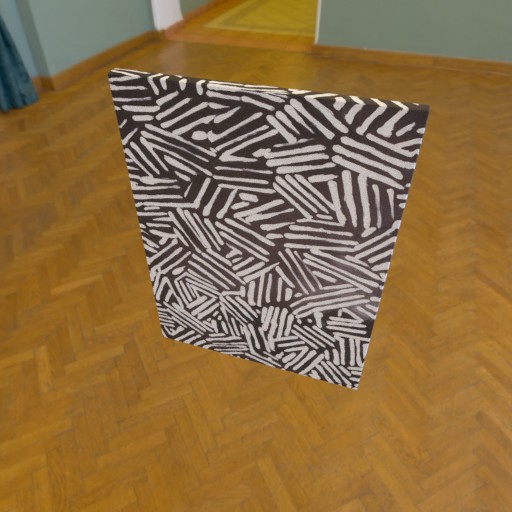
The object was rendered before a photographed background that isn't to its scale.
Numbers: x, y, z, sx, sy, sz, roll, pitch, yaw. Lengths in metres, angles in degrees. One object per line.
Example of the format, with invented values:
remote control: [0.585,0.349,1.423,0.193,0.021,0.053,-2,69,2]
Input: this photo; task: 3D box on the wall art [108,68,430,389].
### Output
wall art: [0.000,0.000,1.347,0.765,1.017,0.038,12,42,14]
